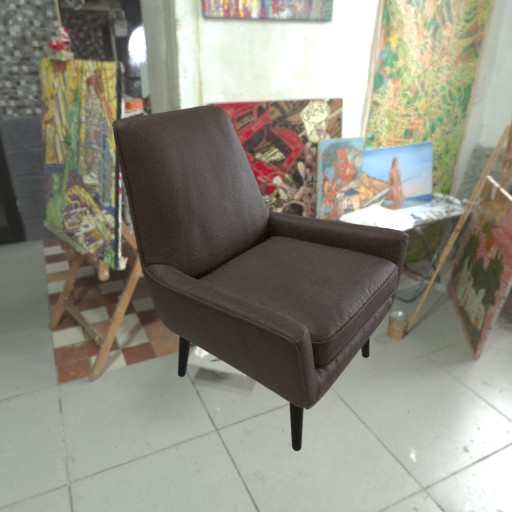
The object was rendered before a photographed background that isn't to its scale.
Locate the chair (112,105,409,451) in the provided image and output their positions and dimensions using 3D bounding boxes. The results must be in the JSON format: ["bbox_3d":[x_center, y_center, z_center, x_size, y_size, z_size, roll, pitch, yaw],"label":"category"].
[{"bbox_3d":[0.000,0.000,1.494,0.824,0.888,0.787,17,30,31],"label":"chair"}]
